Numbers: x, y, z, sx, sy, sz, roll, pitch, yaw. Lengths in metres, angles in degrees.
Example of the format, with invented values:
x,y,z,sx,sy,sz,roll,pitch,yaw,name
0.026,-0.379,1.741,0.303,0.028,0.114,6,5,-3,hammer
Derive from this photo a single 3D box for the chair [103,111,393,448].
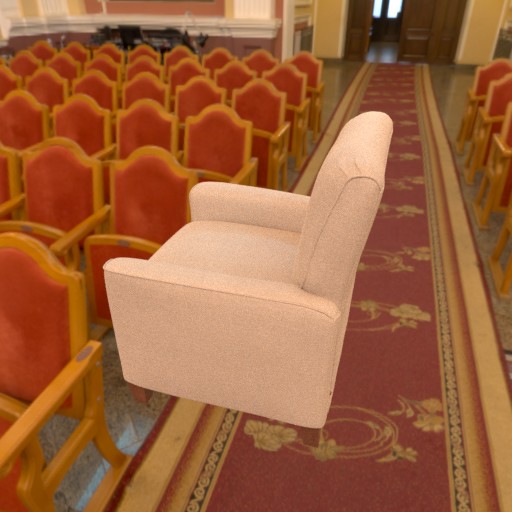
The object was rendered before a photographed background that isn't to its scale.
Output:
x,y,z,sx,sy,sz,roll,pitch,yaw,name
0.000,0.000,1.687,0.858,1.023,0.841,9,31,14,chair
